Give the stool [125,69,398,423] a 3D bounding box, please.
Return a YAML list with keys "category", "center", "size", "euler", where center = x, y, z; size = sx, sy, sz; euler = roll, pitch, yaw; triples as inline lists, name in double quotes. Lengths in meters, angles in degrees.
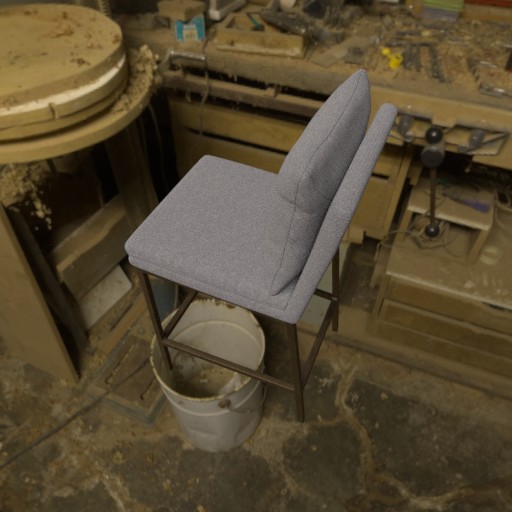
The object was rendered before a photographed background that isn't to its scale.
- category: "stool"
  center: [0.000, 0.000, 1.334]
  size: [0.569, 1.031, 0.463]
  euler: [18, 49, 16]
